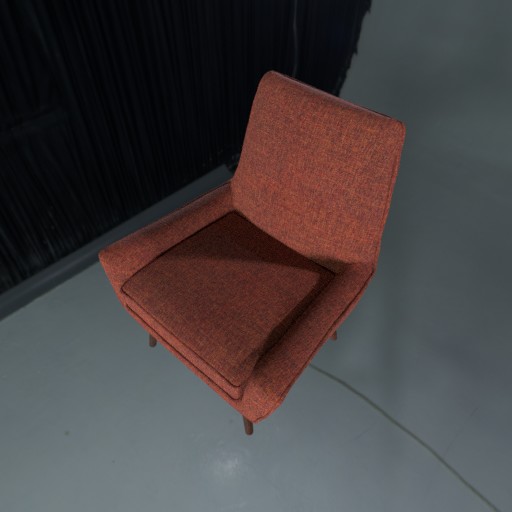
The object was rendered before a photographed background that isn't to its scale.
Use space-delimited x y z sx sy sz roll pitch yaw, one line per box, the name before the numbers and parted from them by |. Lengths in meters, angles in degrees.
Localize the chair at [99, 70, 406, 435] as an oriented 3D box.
chair | 0.000 0.000 1.516 0.803 0.911 0.784 33 56 27
